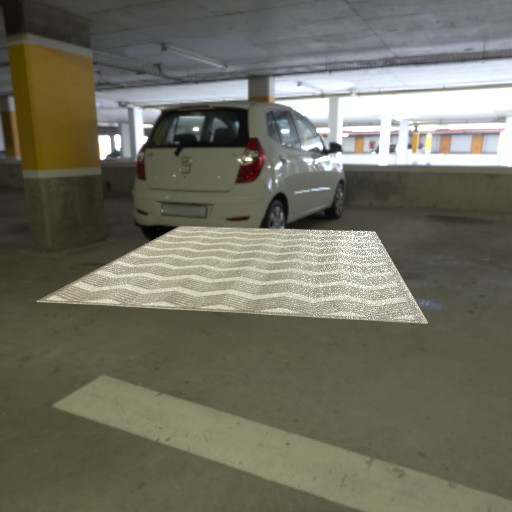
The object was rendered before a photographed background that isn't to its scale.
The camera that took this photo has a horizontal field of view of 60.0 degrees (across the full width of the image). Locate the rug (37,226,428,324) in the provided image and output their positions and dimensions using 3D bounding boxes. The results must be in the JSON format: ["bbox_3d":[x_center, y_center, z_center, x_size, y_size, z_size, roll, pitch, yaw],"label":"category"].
[{"bbox_3d":[0.000,0.000,4.028,2.391,0.005,2.880,2,14,9],"label":"rug"}]
